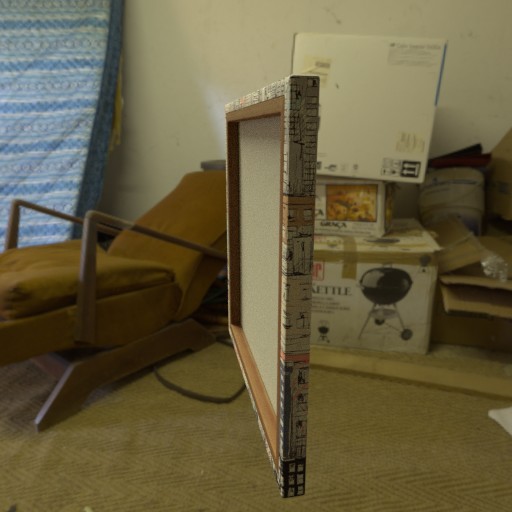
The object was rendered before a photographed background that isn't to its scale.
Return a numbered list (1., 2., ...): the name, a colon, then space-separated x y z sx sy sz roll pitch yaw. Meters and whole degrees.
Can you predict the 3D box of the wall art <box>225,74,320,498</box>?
1. wall art: 0.000 0.000 0.888 0.038 0.608 0.607 -3 16 -11
